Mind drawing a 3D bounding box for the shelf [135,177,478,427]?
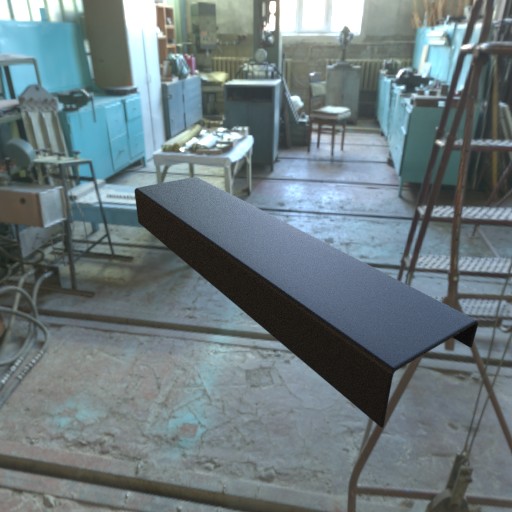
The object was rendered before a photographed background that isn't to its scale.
[{"bbox_3d":[0.000,0.000,0.492,0.102,0.053,0.456,-17,32,-31],"label":"shelf"}]
